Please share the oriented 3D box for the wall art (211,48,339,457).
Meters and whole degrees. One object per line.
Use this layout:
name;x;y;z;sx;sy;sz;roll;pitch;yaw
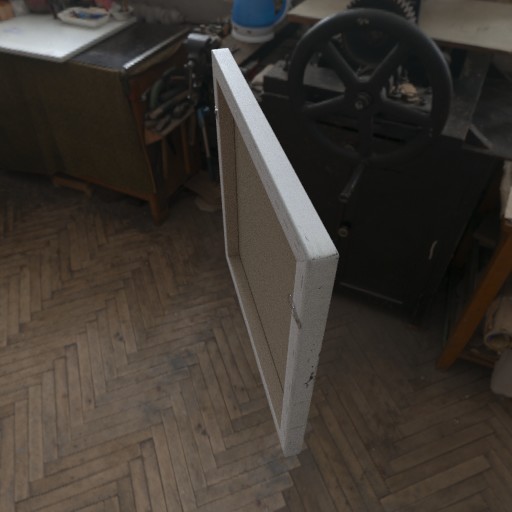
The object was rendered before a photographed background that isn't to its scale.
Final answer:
wall art;0.000;0.000;0.922;0.040;0.611;0.610;-11;47;-10
